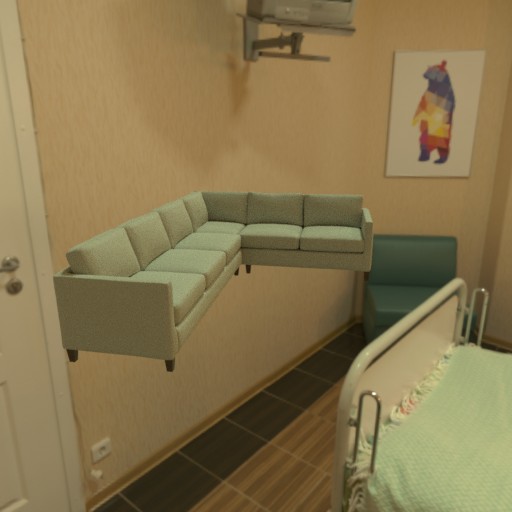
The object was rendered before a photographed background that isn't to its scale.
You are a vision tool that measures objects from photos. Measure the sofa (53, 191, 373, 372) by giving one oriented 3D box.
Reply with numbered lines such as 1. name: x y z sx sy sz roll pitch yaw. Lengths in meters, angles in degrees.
1. sofa: 0.000 0.000 4.661 2.522 0.934 3.333 3 17 10
